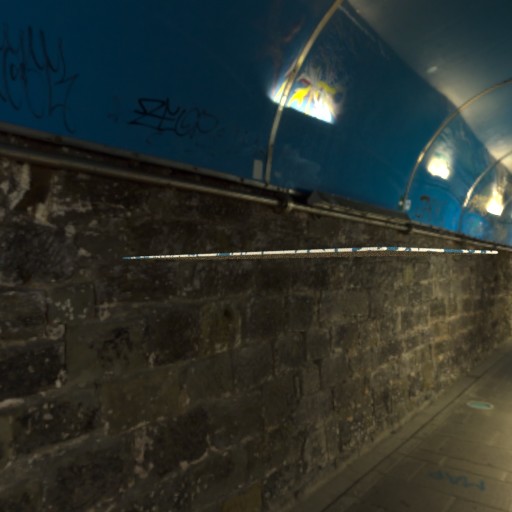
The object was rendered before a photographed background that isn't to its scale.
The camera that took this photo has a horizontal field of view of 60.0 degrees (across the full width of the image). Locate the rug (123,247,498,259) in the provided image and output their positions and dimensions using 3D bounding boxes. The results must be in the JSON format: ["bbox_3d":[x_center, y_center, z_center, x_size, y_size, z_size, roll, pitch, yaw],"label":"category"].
[{"bbox_3d":[0.000,0.000,2.629,0.750,0.011,2.435,1,-1,-36],"label":"rug"}]
